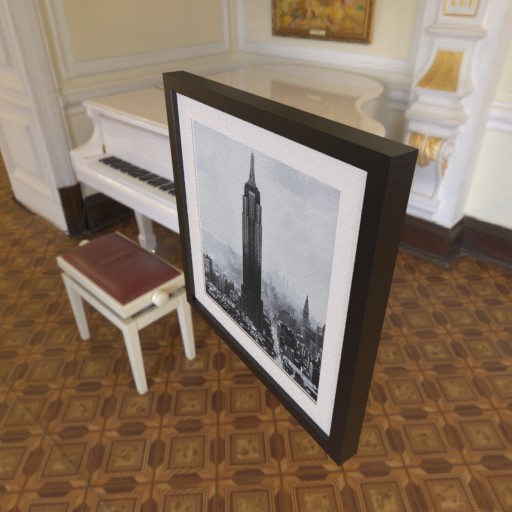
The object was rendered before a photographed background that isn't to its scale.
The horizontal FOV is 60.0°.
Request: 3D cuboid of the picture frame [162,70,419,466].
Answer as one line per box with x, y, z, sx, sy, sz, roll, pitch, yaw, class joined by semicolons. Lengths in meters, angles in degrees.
0.000;0.000;0.519;0.029;0.353;0.355;-21;38;-29;picture frame
